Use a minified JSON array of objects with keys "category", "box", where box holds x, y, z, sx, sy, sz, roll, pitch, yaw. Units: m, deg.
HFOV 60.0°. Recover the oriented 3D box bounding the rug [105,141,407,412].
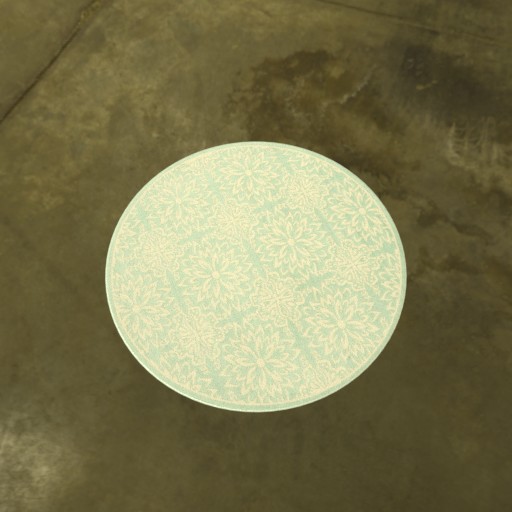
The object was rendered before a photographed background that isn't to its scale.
[{"category":"rug","box":[0.000,0.000,2.371,1.593,0.012,1.593,0,63,0]}]
